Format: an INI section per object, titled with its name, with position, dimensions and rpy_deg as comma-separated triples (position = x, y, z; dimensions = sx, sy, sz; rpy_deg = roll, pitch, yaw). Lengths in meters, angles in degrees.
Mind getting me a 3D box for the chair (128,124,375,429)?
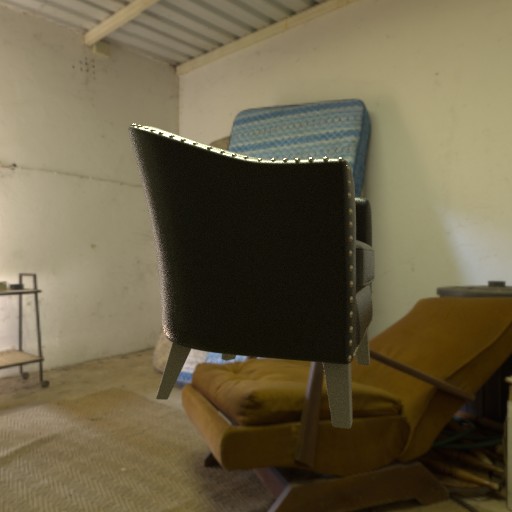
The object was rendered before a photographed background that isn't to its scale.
[chair]
position = 0.000, 0.000, 1.464
dimensions = 0.748, 0.823, 0.794
rpy_deg = 0, 0, 18
